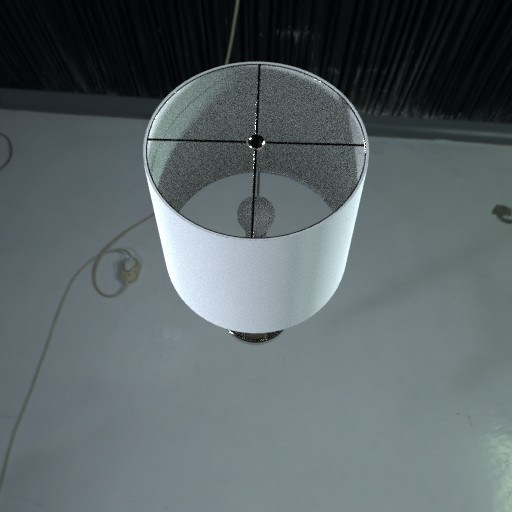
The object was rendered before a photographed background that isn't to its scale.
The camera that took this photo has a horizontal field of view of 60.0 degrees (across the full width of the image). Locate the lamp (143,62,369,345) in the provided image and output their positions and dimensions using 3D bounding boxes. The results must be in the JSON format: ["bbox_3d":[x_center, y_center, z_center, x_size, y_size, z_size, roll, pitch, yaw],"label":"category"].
[{"bbox_3d":[0.000,0.000,0.783,0.303,0.618,0.303,0,64,0],"label":"lamp"}]
